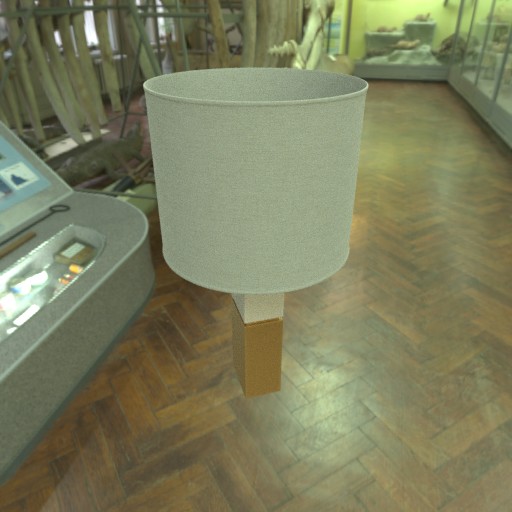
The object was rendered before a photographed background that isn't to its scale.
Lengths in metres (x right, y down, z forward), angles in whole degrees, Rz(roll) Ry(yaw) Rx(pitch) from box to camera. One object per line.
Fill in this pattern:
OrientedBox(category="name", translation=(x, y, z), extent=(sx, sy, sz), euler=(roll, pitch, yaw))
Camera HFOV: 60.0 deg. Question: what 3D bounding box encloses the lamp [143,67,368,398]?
OrientedBox(category="lamp", translation=(0.000, 0.000, 0.563), extent=(0.229, 0.417, 0.229), euler=(-8, 31, -14))
